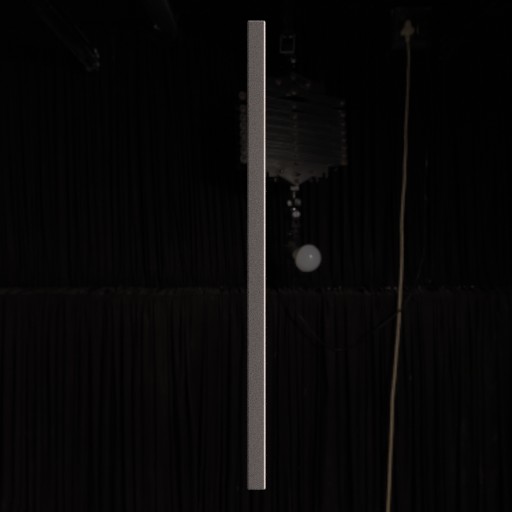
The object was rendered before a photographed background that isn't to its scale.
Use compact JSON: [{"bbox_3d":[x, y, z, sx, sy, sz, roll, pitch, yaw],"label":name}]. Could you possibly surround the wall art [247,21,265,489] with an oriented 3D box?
[{"bbox_3d":[0.000,0.000,1.610,0.046,1.221,0.914,0,-1,0],"label":"wall art"}]
